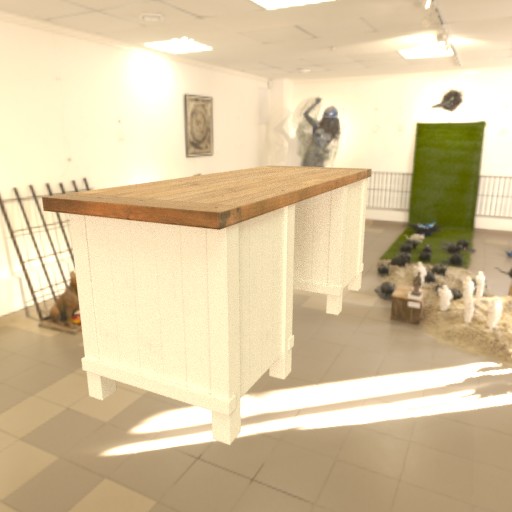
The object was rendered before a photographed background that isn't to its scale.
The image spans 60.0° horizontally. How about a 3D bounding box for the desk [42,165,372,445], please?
[{"bbox_3d":[0.000,0.000,2.203,0.688,0.760,1.803,8,17,26],"label":"desk"}]
